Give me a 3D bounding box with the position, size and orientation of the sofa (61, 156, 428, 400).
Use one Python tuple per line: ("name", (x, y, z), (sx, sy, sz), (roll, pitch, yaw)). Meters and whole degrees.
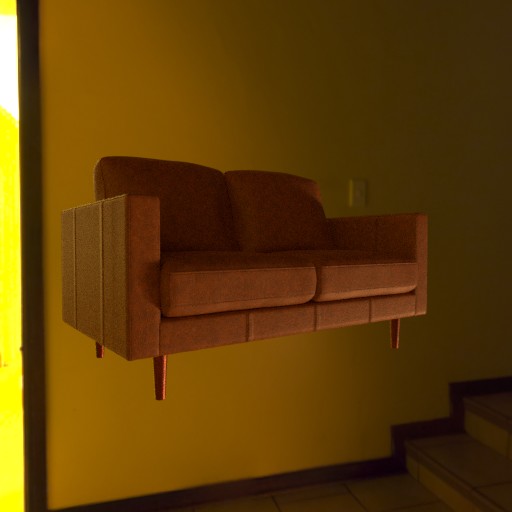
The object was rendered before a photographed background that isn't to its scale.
("sofa", (0.000, 0.000, 2.152), (1.578, 0.951, 0.909), (-1, 2, -36))
